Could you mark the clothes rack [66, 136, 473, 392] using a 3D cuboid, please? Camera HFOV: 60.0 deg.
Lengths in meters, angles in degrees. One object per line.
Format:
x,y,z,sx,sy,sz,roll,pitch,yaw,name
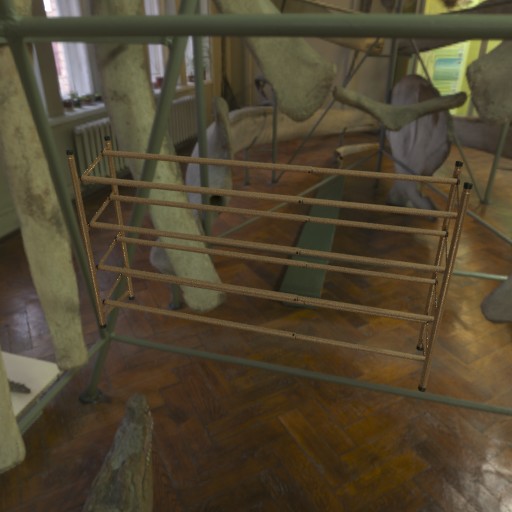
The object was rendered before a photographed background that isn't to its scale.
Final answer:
0.000,0.000,1.468,1.168,0.672,0.229,8,28,15,clothes rack
